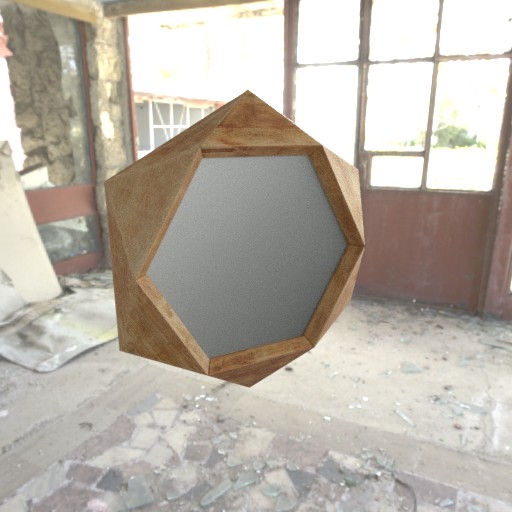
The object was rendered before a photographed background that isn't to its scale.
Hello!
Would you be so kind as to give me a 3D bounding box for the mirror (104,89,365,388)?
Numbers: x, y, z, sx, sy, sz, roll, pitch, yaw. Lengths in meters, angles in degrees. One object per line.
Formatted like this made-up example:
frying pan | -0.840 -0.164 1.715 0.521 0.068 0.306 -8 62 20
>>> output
mirror | 0.000 0.000 1.094 0.675 0.779 0.091 -8 17 -26
